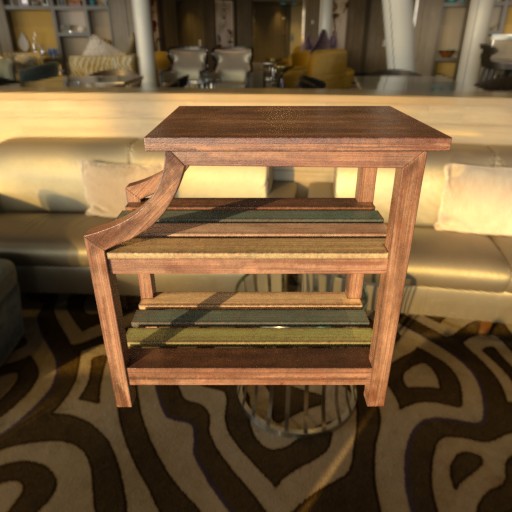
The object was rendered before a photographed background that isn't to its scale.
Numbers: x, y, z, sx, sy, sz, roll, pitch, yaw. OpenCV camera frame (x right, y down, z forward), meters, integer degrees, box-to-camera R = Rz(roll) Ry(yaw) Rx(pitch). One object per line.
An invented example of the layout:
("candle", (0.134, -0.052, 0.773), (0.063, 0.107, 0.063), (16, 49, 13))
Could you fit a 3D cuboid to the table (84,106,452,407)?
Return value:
("table", (0.000, 0.000, 0.975), (0.609, 0.584, 0.356), (0, 26, 0))
